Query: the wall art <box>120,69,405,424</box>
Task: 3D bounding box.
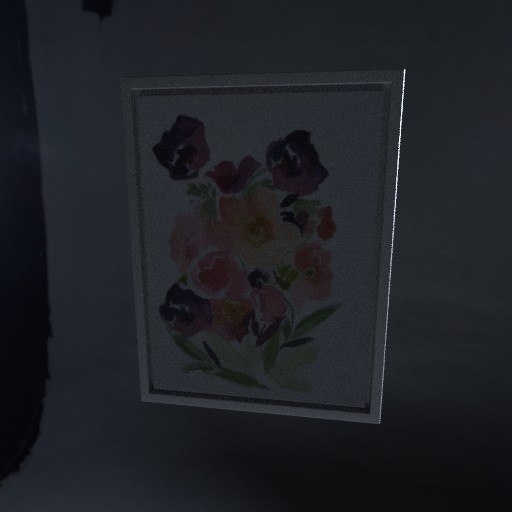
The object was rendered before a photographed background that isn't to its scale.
[{"bbox_3d":[0.000,0.000,1.374,0.805,1.056,0.042,2,13,9],"label":"wall art"}]
